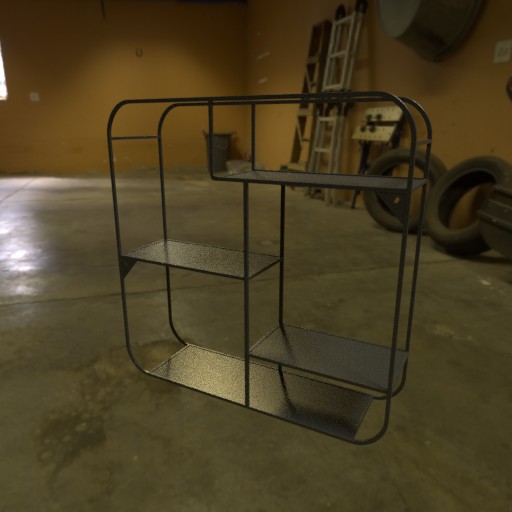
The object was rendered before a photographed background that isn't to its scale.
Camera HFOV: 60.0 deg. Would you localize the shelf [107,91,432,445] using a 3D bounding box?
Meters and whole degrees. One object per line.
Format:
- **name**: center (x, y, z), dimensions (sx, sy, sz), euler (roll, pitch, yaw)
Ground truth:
- **shelf**: center (0.000, 0.000, 0.894), dimensions (0.600, 0.600, 0.160), euler (9, 19, 27)
